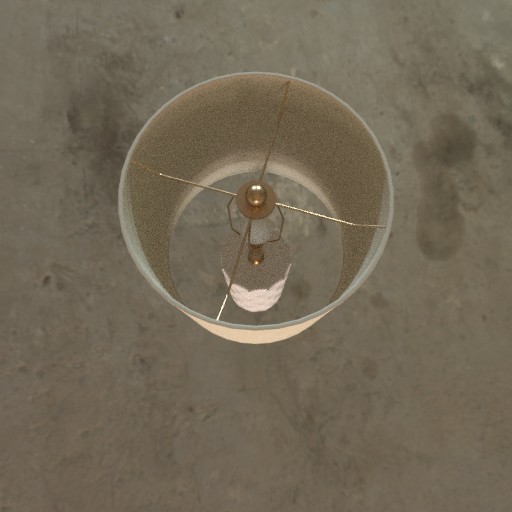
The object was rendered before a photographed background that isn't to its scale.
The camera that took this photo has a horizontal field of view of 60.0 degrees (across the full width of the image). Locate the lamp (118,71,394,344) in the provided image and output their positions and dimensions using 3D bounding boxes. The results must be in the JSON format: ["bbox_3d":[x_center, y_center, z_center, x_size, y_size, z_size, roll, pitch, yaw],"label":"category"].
[{"bbox_3d":[0.000,0.000,0.704,0.277,0.537,0.277,-35,79,-8],"label":"lamp"}]
